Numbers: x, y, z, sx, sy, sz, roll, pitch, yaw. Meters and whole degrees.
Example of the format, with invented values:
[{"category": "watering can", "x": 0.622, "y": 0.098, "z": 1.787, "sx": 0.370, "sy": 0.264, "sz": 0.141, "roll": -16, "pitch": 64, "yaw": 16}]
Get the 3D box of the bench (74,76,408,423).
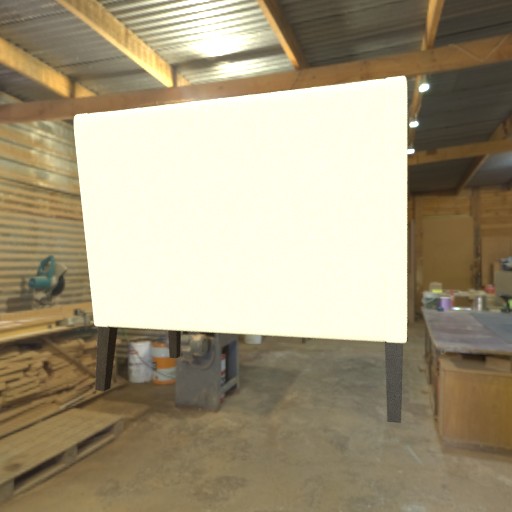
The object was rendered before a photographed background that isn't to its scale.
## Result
[{"category": "bench", "x": 0.000, "y": 0.000, "z": 1.964, "sx": 1.280, "sy": 1.123, "sz": 0.847, "roll": 0, "pitch": 0, "yaw": 18}]
